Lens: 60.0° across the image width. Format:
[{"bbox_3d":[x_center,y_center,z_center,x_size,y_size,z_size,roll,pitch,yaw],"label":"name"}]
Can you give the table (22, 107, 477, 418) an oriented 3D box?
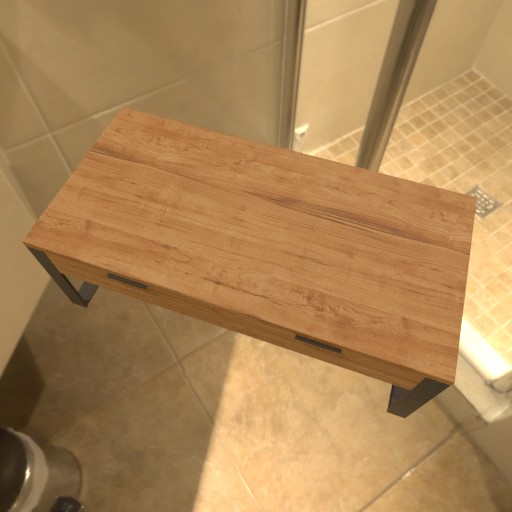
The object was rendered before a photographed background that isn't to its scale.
[{"bbox_3d":[0.000,0.000,1.441,1.180,0.400,0.590,17,60,10],"label":"table"}]
